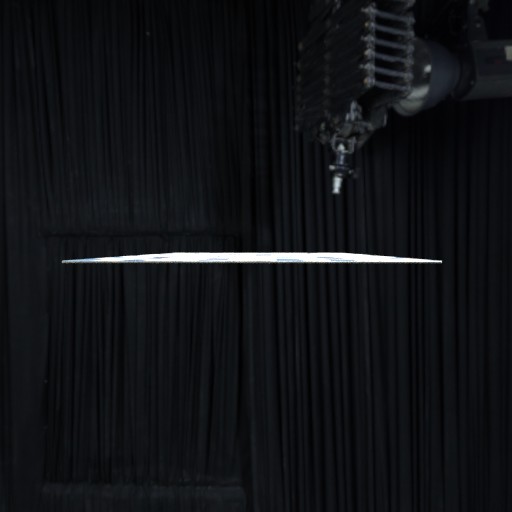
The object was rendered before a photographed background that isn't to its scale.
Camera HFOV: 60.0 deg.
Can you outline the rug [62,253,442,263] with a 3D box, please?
[{"bbox_3d":[0.000,0.000,2.286,1.202,0.006,1.813,0,1,1],"label":"rug"}]
